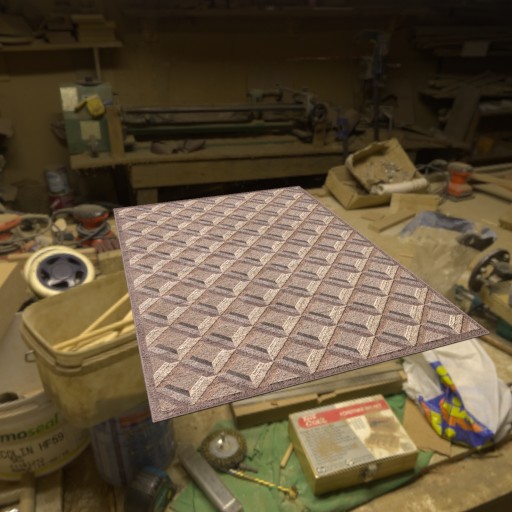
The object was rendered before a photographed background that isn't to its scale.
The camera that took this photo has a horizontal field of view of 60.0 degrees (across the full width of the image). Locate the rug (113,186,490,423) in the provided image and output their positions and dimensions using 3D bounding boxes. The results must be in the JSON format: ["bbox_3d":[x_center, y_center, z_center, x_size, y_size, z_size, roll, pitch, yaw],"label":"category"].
[{"bbox_3d":[0.000,0.000,4.167,2.382,0.018,3.294,-10,30,-17],"label":"rug"}]
